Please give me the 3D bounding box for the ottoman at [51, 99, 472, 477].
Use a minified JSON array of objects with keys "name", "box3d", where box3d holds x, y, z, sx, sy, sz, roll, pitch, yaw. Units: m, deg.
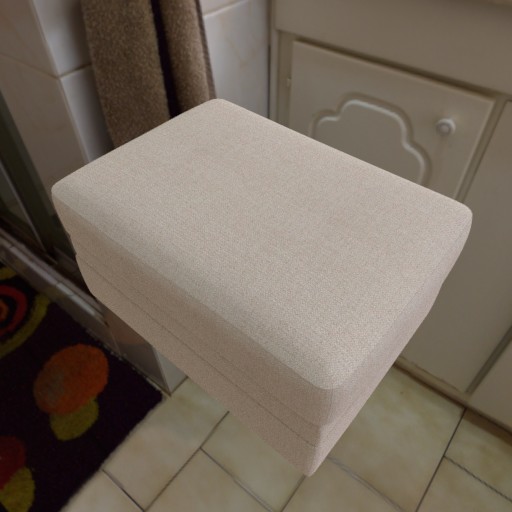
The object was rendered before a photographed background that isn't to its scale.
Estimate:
[{"name":"ottoman","box3d":[0.000,0.000,1.208,0.885,0.478,0.637,32,54,26]}]
